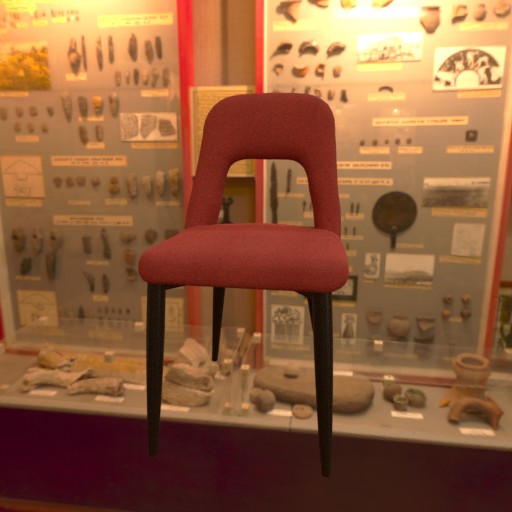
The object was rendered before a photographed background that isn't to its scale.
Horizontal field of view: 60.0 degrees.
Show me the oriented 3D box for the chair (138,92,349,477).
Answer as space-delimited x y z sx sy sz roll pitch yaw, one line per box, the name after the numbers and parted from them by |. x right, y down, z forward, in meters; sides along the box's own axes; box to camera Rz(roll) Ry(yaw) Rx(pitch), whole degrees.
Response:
0.000 0.000 1.200 0.483 0.892 0.569 2 14 9 | chair
